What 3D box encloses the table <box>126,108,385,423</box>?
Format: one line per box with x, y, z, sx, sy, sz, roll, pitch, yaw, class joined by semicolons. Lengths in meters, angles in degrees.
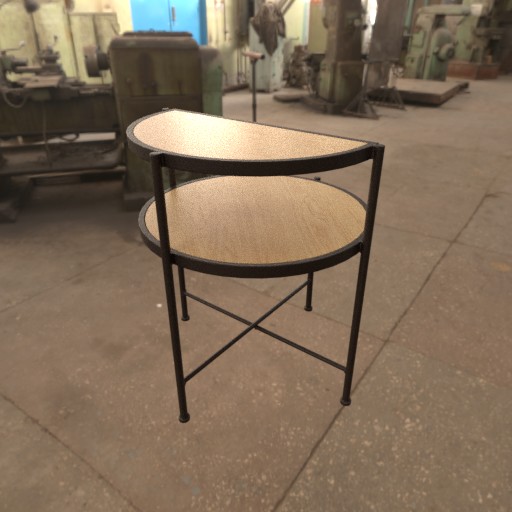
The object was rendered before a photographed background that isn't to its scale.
0.000;0.000;1.173;0.629;0.684;0.628;20;35;32;table
